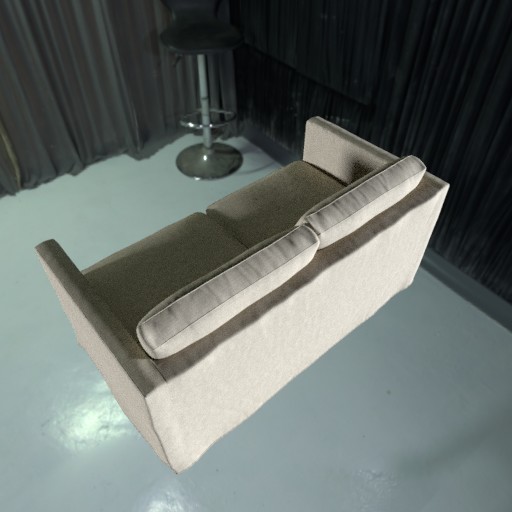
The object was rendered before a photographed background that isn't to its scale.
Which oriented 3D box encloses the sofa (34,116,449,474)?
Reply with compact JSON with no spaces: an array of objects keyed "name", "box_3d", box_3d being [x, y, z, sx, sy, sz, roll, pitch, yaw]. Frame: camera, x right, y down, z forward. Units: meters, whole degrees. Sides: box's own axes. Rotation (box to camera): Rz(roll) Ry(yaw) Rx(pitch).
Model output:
[{"name":"sofa","box_3d":[0.000,0.000,2.235,1.766,0.828,0.956,-32,53,-27]}]
